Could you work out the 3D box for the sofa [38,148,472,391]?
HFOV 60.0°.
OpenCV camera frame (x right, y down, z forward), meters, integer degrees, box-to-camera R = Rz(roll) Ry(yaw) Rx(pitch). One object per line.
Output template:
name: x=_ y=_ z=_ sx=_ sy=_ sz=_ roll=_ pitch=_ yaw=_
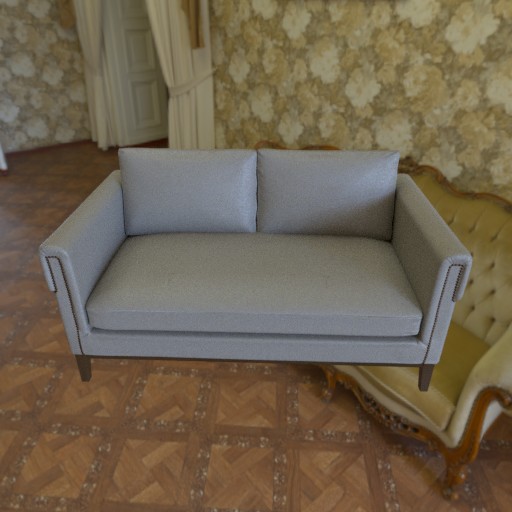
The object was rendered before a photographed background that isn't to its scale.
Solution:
sofa: x=0.000 y=0.000 z=2.087 sx=1.598 sy=0.873 sz=0.899 roll=1 pitch=30 yaw=2
